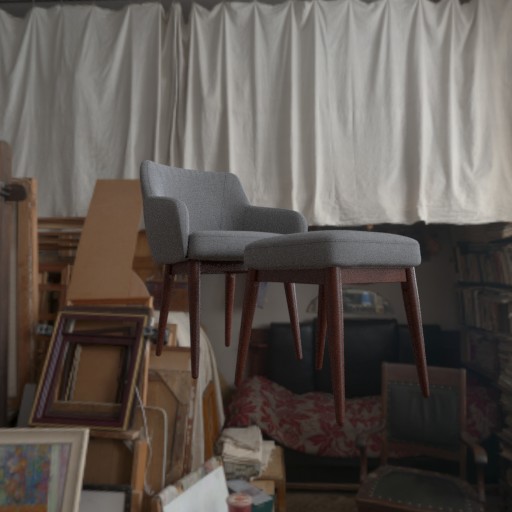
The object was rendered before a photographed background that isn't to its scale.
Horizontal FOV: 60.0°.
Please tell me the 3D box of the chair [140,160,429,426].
[{"bbox_3d":[0.000,0.000,1.559,0.584,0.799,1.107,1,-2,-38],"label":"chair"}]
